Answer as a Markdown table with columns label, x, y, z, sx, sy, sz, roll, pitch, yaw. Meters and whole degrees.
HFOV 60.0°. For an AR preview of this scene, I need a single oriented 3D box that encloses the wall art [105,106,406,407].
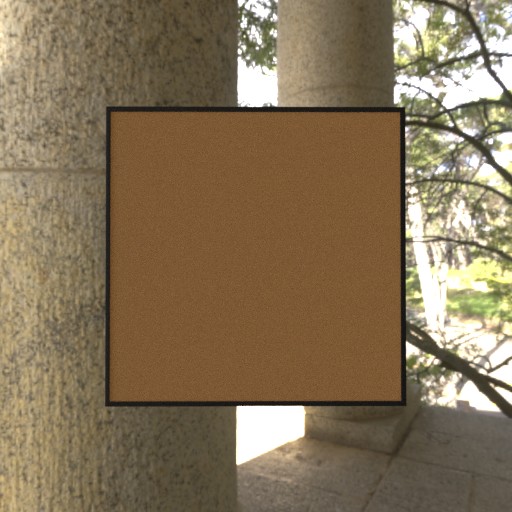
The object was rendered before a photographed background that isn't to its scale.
| label | x | y | z | sx | sy | sz | roll | pitch | yaw |
| --- | --- | --- | --- | --- | --- | --- | --- | --- | --- |
| wall art | 0.000 | 0.000 | 0.987 | 0.664 | 0.663 | 0.015 | 0 | -1 | 0 |
